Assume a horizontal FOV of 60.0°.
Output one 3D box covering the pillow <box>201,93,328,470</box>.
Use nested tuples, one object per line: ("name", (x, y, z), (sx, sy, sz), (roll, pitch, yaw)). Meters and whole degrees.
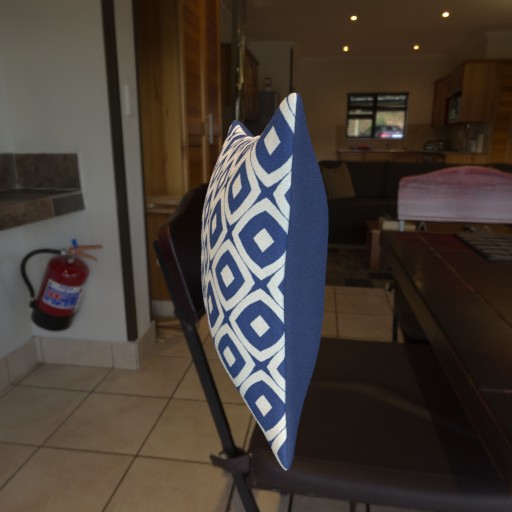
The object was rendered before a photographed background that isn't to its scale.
("pillow", (0.000, 0.000, 0.789), (0.188, 0.494, 0.504), (-2, 14, -10))
